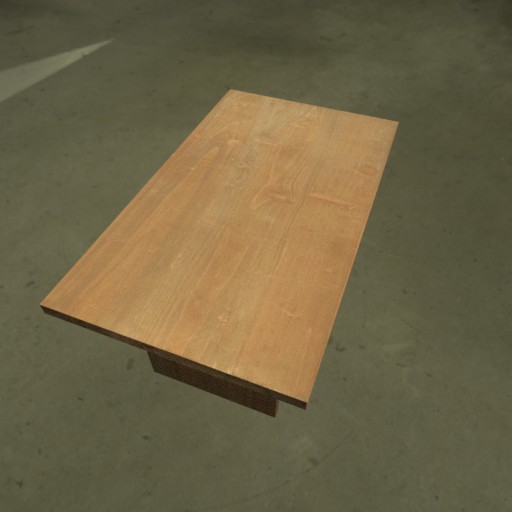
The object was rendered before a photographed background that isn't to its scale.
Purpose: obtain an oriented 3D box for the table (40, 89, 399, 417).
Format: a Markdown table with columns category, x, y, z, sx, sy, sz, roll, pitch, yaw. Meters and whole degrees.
| category | x | y | z | sx | sy | sz | roll | pitch | yaw |
| --- | --- | --- | --- | --- | --- | --- | --- | --- | --- |
| table | 0.000 | 0.000 | 2.177 | 0.946 | 0.780 | 1.609 | 16 | 50 | 14 |
